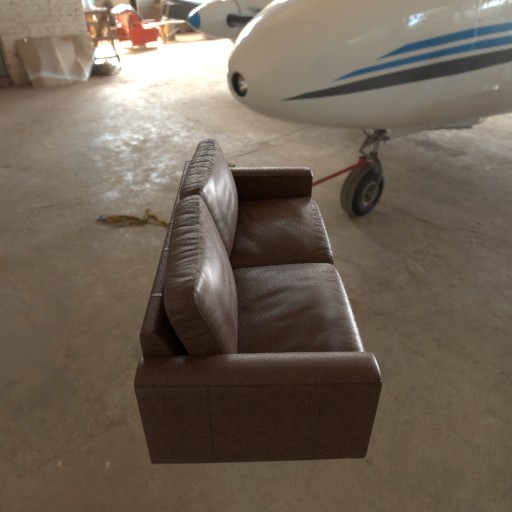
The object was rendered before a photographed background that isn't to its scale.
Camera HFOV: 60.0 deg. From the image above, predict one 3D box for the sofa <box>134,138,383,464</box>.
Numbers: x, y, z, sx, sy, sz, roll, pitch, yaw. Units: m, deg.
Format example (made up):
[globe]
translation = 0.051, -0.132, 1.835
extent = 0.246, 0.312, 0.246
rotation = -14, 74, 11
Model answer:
[sofa]
translation = 0.000, 0.000, 2.687
extent = 1.016, 0.873, 2.179
rotation = -1, 34, -1
